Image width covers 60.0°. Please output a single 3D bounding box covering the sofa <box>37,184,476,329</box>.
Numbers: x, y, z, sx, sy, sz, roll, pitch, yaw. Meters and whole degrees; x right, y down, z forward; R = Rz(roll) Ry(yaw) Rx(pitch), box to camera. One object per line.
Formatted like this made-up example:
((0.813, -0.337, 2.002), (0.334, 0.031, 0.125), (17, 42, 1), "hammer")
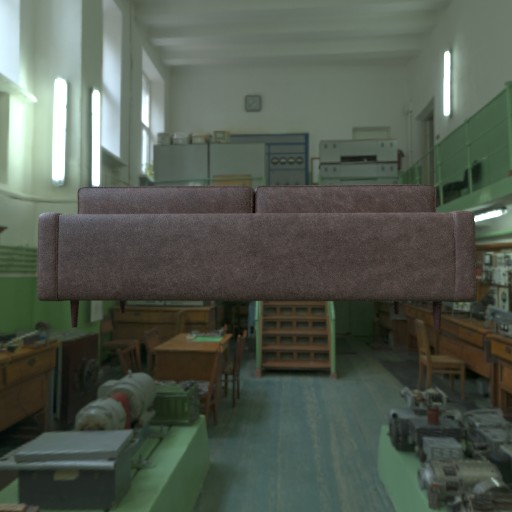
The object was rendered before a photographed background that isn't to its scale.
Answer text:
((0.000, 0.000, 2.653), (2.210, 0.762, 0.914), (0, -2, 2), "sofa")
